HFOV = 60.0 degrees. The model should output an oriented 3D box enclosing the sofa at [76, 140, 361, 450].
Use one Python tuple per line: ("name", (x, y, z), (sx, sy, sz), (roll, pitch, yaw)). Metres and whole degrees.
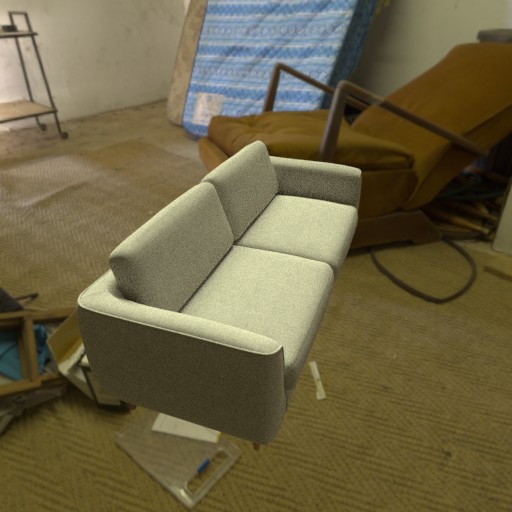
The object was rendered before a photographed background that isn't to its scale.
("sofa", (0.000, 0.000, 2.475), (0.920, 0.850, 2.000), (11, 32, 17))
